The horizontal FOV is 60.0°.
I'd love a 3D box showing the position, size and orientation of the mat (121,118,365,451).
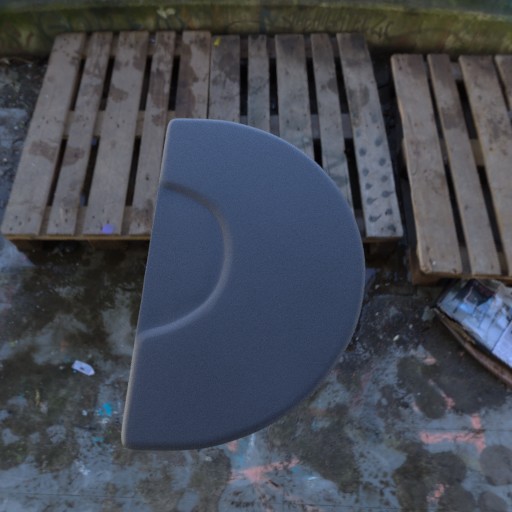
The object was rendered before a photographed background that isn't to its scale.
[{"bbox_3d":[0.000,0.000,1.872,0.917,0.016,1.525,1,63,1],"label":"mat"}]
